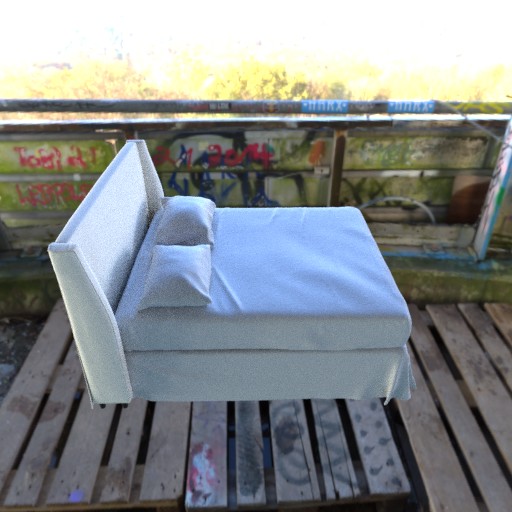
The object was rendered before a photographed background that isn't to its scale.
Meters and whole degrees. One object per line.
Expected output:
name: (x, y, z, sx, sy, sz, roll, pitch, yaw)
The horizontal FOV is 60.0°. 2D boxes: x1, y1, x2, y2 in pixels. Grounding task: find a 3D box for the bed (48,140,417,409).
bed: (0.000, 0.000, 3.507, 2.276, 1.332, 1.925, 0, 32, -1)
